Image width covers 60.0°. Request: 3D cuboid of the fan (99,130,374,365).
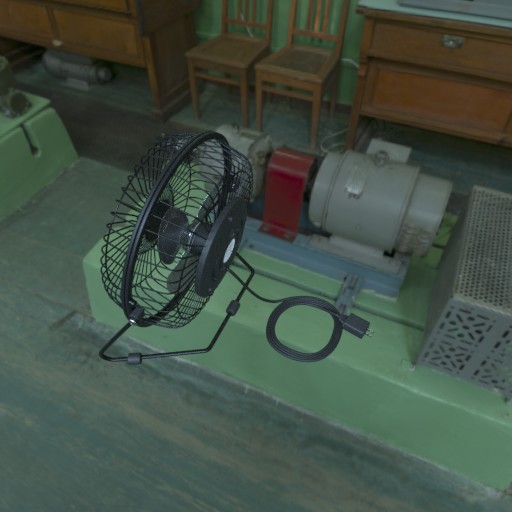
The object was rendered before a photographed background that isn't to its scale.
[{"bbox_3d":[0.000,0.000,0.382,0.227,0.188,0.209,17,49,16],"label":"fan"}]
